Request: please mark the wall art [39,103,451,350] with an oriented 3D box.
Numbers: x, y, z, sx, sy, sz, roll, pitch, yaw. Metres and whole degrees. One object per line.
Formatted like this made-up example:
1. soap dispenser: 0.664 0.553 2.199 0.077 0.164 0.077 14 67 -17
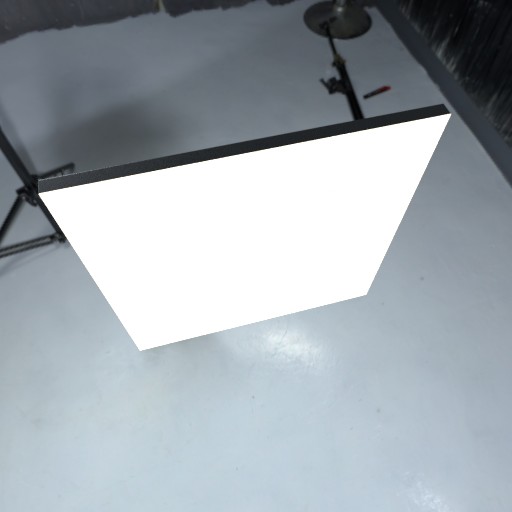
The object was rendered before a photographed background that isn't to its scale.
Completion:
1. wall art: 0.000 0.000 1.143 0.773 0.775 0.031 -13 59 -8
